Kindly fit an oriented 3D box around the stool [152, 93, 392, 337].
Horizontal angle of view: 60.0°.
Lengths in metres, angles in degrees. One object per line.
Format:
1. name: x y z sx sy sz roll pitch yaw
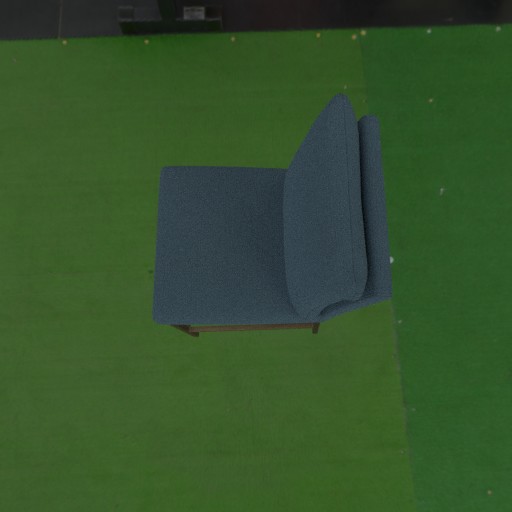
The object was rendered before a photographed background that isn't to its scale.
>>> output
1. stool: 0.000 0.000 1.433 0.568 1.124 0.463 0 76 0
